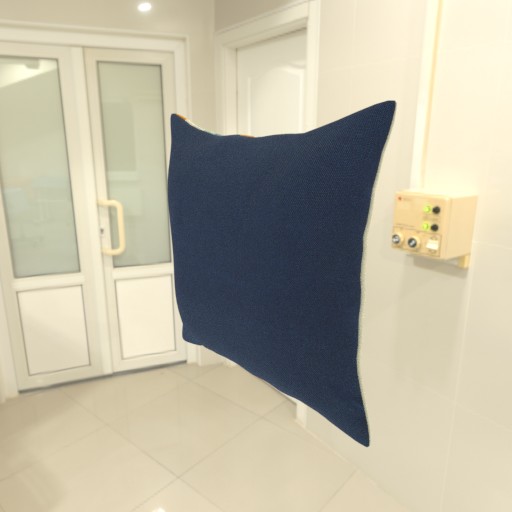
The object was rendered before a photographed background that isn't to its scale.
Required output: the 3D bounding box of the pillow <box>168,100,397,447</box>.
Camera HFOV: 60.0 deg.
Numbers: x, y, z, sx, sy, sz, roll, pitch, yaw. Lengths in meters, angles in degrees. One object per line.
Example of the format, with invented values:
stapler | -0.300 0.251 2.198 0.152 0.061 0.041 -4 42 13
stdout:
pillow | 0.000 0.000 0.715 0.173 0.454 0.463 -13 20 -41
